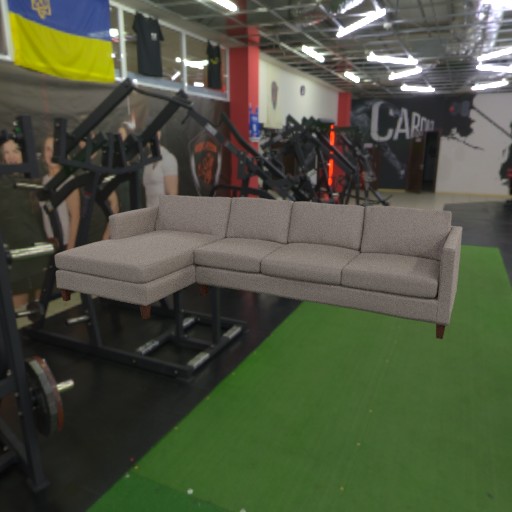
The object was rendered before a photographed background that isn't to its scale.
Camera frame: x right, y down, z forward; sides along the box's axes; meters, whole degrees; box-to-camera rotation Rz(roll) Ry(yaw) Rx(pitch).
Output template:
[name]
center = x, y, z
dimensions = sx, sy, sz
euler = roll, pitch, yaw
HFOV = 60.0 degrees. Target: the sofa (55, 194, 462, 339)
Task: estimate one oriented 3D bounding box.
[sofa]
center = 0.000, 0.000, 3.864
dimensions = 3.186, 0.846, 1.625
euler = 7, 16, 26
